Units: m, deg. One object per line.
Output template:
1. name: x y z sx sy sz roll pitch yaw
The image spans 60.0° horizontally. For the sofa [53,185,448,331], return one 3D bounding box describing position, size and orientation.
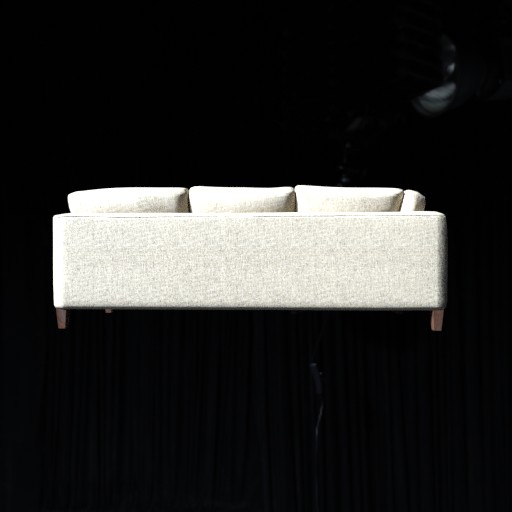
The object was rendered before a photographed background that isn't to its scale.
1. sofa: 0.000 0.000 4.552 2.593 0.959 3.460 0 0 2
